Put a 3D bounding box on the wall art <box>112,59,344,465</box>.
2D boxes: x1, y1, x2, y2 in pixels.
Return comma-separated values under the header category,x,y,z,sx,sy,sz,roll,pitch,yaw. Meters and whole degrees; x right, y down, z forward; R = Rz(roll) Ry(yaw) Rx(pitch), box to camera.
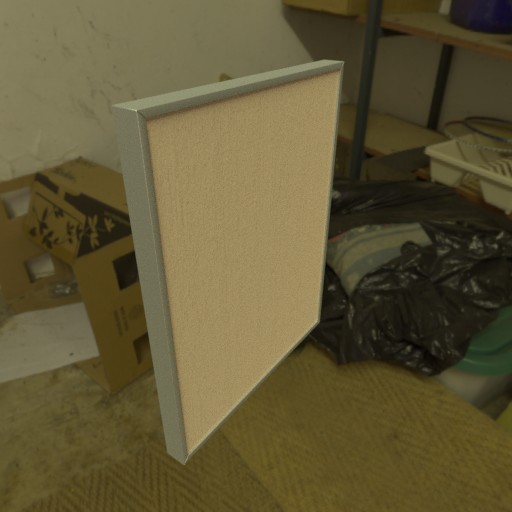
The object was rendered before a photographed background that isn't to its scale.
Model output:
category,x,y,z,sx,sy,sz,roll,pitch,yaw
wall art,0.000,0.000,0.734,0.039,0.553,0.445,20,36,31
